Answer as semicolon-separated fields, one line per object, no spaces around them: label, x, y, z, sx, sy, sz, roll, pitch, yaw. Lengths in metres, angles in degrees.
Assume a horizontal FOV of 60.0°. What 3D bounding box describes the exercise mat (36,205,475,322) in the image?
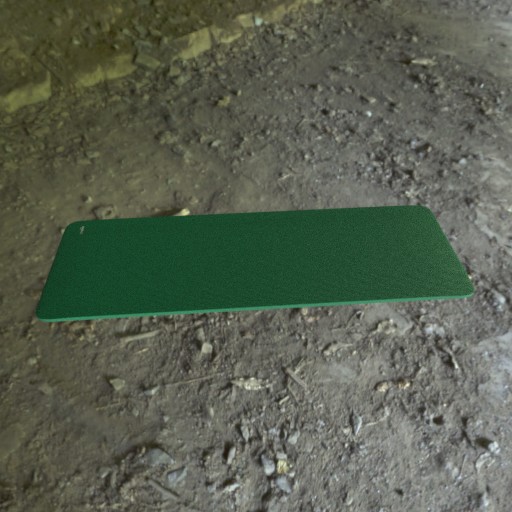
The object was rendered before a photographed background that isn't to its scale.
exercise mat;0.000;0.000;2.065;1.869;0.021;0.616;-3;45;-3
